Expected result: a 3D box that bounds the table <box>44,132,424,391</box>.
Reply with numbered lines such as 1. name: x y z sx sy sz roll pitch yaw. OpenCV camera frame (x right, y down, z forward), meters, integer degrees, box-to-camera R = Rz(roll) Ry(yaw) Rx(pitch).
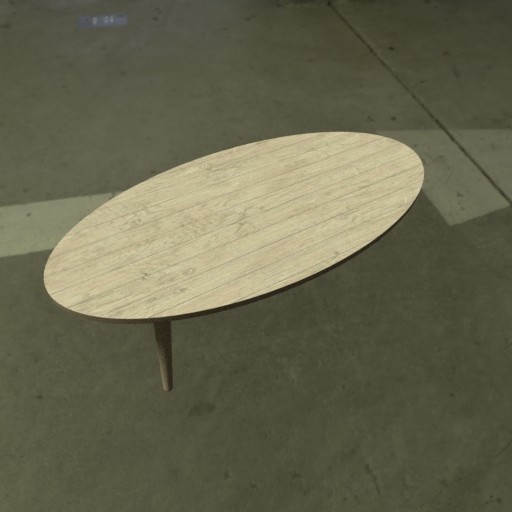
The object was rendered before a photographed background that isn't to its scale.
1. table: 0.000 0.000 1.311 1.083 0.390 0.542 -23 51 -20
